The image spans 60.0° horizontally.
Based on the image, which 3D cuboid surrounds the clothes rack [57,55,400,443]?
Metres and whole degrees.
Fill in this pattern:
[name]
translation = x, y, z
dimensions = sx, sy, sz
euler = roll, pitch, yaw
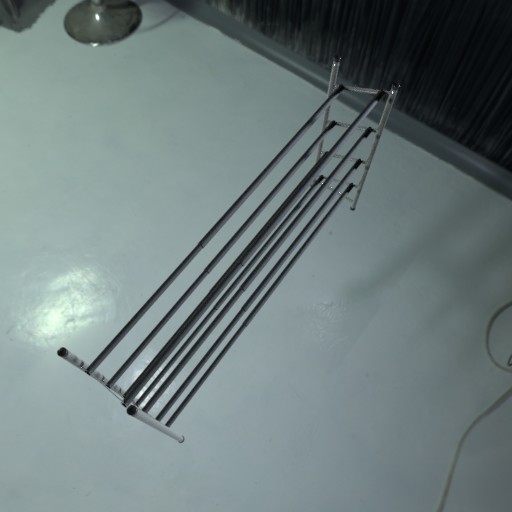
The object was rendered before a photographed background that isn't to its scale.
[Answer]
[clothes rack]
translation = 0.000, 0.000, 1.437
dimensions = 0.229, 0.672, 1.168
euler = 33, 67, 16
